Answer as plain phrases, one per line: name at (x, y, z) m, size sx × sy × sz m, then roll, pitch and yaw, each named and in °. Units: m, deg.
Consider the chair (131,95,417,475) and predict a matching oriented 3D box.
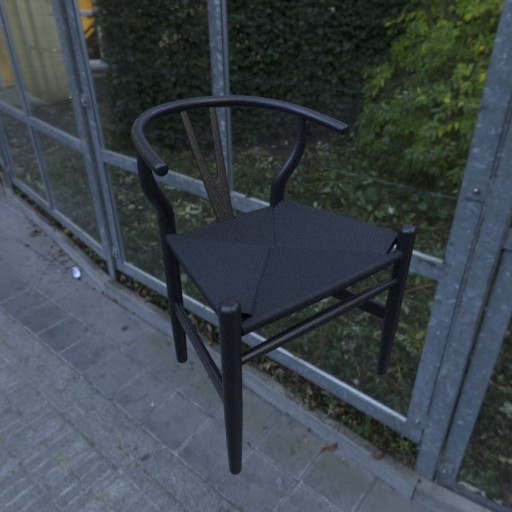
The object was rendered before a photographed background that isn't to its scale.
chair at (0.000, 0.000, 1.184) m, size 0.569 × 0.730 × 0.579 m, roll -21°, pitch 36°, yaw -32°
